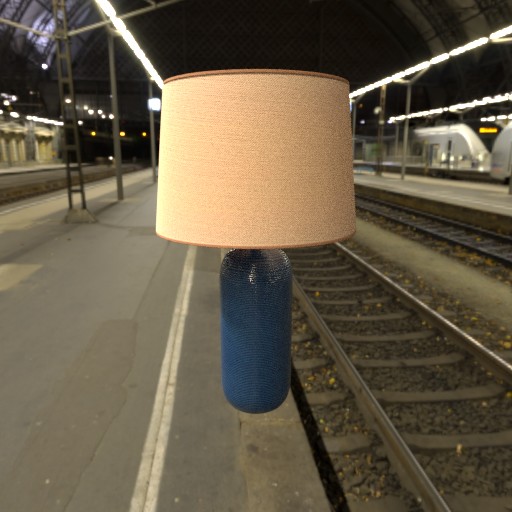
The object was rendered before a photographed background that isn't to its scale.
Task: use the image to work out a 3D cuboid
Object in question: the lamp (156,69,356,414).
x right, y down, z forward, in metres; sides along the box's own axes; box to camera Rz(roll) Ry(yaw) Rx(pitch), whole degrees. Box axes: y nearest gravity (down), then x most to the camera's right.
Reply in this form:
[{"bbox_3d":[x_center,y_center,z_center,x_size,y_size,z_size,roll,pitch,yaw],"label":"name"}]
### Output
[{"bbox_3d":[0.000,0.000,0.843,0.367,0.609,0.367,0,13,0],"label":"lamp"}]
